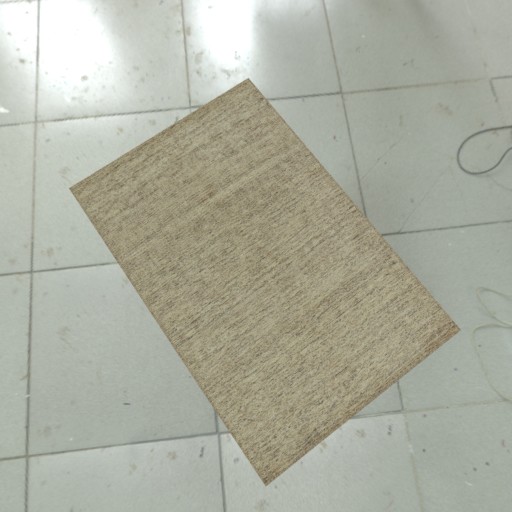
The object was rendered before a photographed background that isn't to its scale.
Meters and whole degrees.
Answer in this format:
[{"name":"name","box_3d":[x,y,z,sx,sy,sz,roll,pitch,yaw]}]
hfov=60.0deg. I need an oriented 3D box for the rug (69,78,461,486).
[{"name":"rug","box_3d":[0.000,0.000,2.318,1.211,0.018,1.822,-35,77,-9]}]
